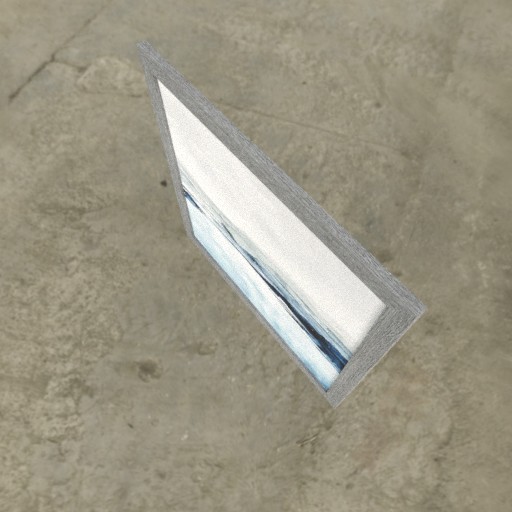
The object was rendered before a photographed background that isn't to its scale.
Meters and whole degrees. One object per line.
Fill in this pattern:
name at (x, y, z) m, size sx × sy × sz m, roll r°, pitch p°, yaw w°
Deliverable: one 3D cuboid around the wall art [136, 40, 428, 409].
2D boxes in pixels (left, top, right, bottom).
wall art at (0.000, 0.000, 0.997) m, size 0.020 × 0.685 × 0.685 m, roll -35°, pitch 67°, yaw -17°
